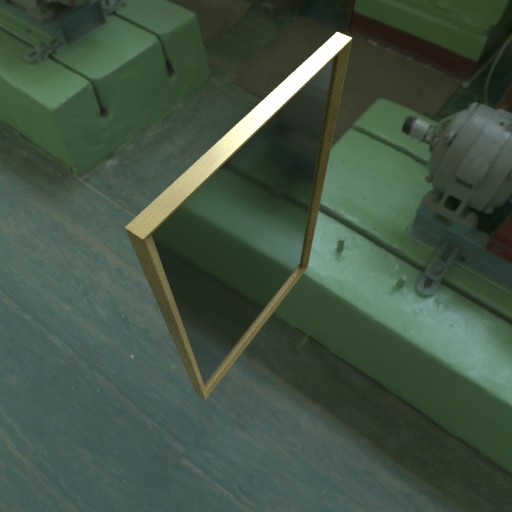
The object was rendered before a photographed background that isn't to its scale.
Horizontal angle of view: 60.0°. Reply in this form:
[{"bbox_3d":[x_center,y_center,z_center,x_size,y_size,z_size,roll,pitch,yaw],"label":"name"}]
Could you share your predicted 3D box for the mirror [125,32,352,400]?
[{"bbox_3d":[0.000,0.000,1.160,0.041,0.915,0.609,32,63,18],"label":"mirror"}]
